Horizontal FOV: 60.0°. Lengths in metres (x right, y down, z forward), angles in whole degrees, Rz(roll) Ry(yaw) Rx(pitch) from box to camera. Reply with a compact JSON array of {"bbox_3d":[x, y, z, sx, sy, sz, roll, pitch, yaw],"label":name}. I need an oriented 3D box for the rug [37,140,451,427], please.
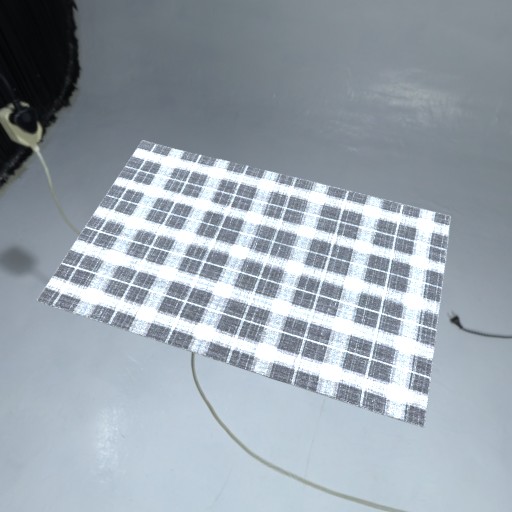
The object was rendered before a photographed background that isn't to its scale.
[{"bbox_3d":[0.000,0.000,2.984,2.434,0.015,1.520,16,59,10],"label":"rug"}]
